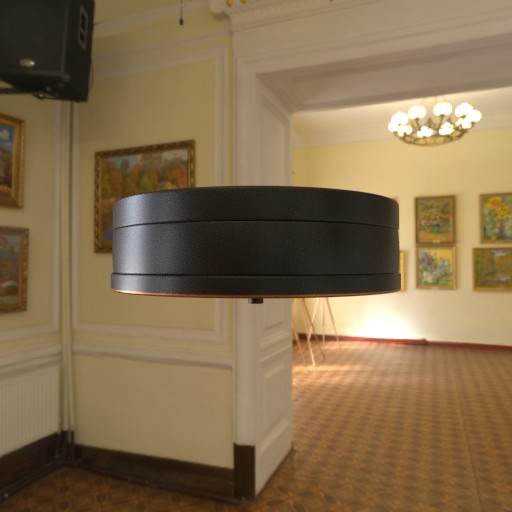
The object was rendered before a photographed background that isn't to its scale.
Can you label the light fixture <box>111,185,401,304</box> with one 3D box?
[{"bbox_3d":[0.000,0.000,0.456,0.283,0.097,0.283,0,-1,0],"label":"light fixture"}]
